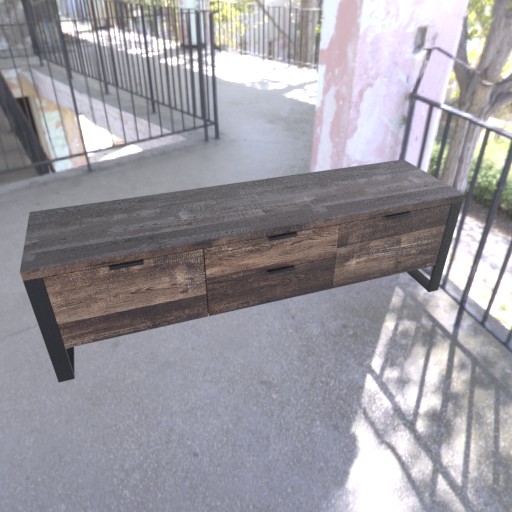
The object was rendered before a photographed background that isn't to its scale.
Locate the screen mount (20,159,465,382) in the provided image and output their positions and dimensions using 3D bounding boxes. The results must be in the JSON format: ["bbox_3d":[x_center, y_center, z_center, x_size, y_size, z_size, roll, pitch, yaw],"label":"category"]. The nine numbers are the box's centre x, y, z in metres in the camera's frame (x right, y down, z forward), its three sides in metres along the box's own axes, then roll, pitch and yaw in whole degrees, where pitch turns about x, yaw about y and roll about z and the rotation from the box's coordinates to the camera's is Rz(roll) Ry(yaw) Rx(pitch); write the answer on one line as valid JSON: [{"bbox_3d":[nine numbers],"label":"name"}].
[{"bbox_3d":[0.000,0.000,1.714,1.524,0.450,0.395,-11,34,-16],"label":"screen mount"}]
